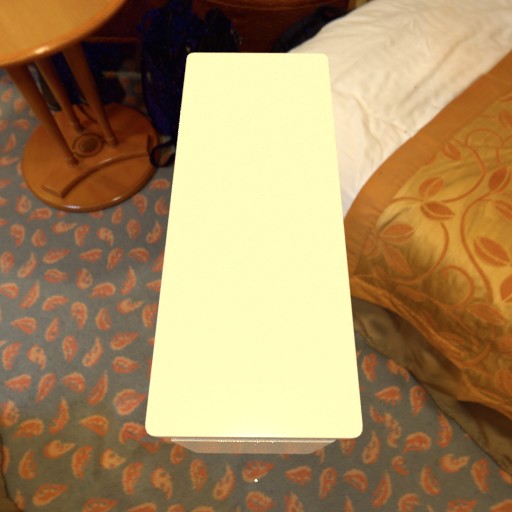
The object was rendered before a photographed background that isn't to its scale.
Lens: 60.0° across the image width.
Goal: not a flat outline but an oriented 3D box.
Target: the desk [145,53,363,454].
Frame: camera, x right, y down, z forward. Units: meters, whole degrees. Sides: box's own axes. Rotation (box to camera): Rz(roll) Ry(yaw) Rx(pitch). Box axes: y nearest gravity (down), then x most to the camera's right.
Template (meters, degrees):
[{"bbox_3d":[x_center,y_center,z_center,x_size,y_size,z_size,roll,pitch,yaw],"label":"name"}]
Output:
[{"bbox_3d":[0.000,0.000,1.763,0.550,0.762,1.400,0,63,0],"label":"desk"}]
